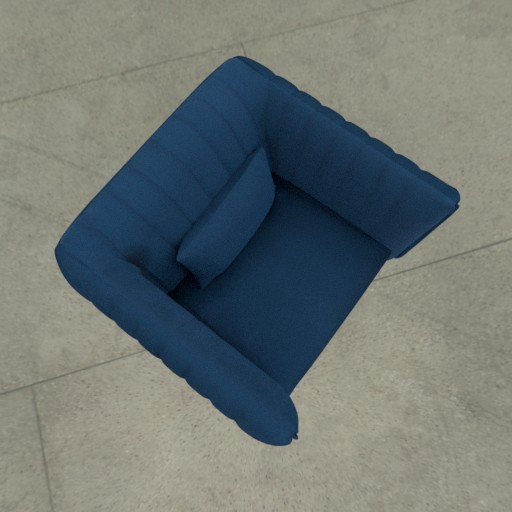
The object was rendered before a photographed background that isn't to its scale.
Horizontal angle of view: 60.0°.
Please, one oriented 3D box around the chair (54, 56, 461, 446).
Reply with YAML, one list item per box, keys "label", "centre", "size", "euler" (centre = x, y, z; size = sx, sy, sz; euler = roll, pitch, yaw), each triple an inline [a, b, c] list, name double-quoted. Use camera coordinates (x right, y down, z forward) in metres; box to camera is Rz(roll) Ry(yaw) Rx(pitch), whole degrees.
- label: "chair"
  centre: [0.000, 0.000, 1.610]
  size: [0.877, 0.793, 0.947]
  euler: [37, 78, 9]
